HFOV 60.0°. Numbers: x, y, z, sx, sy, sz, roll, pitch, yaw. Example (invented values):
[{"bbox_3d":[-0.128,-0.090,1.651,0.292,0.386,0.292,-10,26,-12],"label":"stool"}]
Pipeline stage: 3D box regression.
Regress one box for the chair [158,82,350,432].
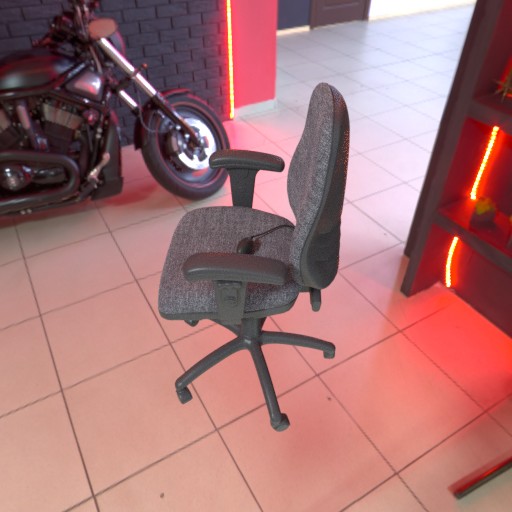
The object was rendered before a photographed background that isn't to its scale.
[{"bbox_3d":[0.000,0.000,1.219,0.530,0.910,0.550,1,41,2],"label":"chair"}]
